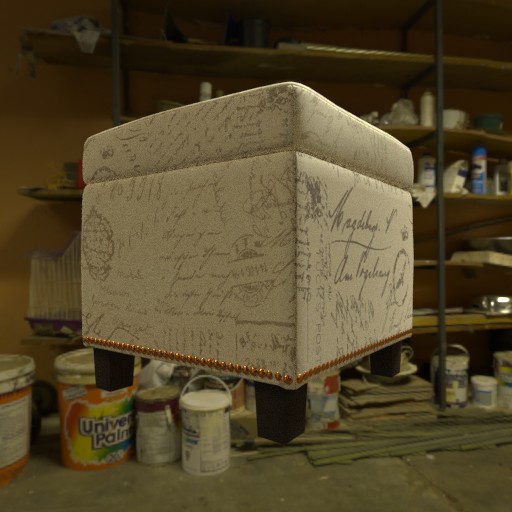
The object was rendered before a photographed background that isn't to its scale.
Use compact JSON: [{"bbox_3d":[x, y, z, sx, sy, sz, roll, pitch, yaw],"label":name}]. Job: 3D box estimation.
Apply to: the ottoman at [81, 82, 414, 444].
[{"bbox_3d":[0.000,0.000,0.817,0.449,0.457,0.450,0,0,37],"label":"ottoman"}]
